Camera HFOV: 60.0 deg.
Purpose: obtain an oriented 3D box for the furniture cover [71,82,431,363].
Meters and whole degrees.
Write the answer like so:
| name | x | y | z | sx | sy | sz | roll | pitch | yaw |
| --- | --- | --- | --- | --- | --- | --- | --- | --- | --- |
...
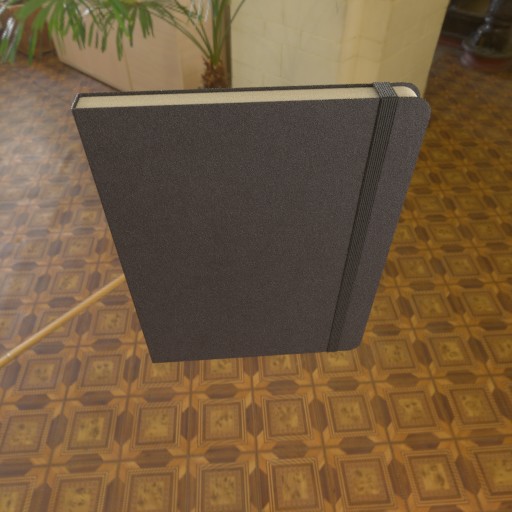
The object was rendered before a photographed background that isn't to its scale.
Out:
| name | x | y | z | sx | sy | sz | roll | pitch | yaw |
| --- | --- | --- | --- | --- | --- | --- | --- | --- | --- |
| furniture cover | 0.000 | 0.000 | 0.368 | 0.216 | 0.281 | 0.023 | -3 | 46 | -3 |
